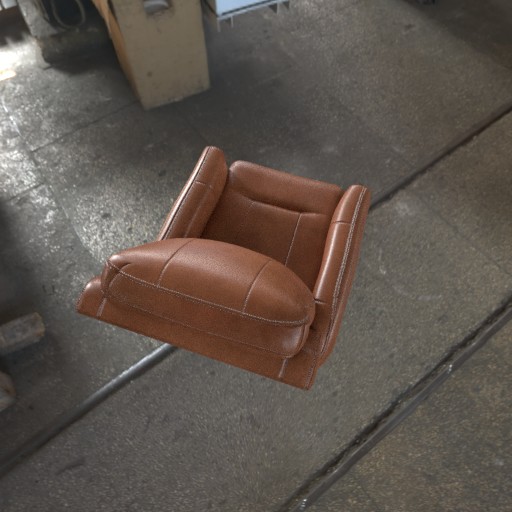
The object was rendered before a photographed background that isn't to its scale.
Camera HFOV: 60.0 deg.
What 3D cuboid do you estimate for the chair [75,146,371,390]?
[{"bbox_3d":[0.000,0.000,1.754,0.821,1.016,1.072,17,62,9],"label":"chair"}]
